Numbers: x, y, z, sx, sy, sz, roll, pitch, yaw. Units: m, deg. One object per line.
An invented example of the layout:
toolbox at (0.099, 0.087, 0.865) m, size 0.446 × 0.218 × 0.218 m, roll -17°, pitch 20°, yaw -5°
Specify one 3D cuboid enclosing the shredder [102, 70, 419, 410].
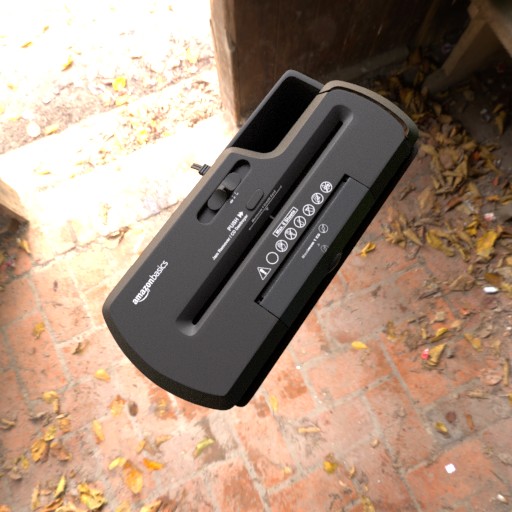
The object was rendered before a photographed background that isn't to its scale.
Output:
shredder at (0.000, 0.000, 0.525) m, size 0.170 × 0.335 × 0.320 m, roll 34°, pitch 79°, yaw 8°
